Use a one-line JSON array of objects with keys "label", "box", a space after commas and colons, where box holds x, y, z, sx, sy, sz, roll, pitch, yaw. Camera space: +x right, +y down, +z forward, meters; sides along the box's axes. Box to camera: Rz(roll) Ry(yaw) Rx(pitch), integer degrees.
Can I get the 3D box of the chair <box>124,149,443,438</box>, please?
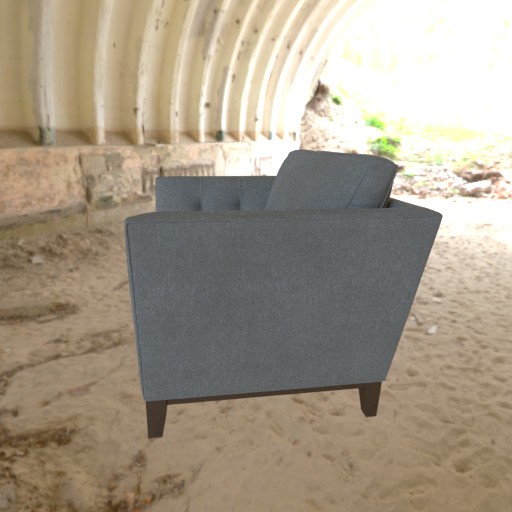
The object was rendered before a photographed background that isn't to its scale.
[{"label": "chair", "box": [0.000, 0.000, 2.035, 0.965, 0.942, 1.396, -2, 15, -8]}]
